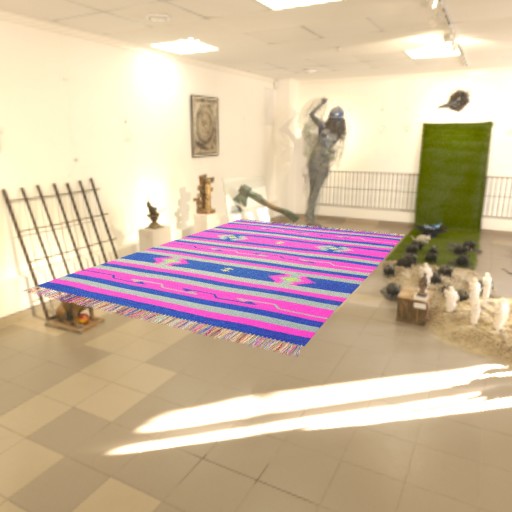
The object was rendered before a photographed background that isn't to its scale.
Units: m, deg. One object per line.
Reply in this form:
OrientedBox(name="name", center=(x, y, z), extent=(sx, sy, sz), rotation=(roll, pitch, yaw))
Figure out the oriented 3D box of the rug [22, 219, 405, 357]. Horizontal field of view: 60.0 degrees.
OrientedBox(name="rug", center=(0.000, 0.000, 2.937), extent=(1.539, 0.013, 2.350), rotation=(8, 17, 26))
